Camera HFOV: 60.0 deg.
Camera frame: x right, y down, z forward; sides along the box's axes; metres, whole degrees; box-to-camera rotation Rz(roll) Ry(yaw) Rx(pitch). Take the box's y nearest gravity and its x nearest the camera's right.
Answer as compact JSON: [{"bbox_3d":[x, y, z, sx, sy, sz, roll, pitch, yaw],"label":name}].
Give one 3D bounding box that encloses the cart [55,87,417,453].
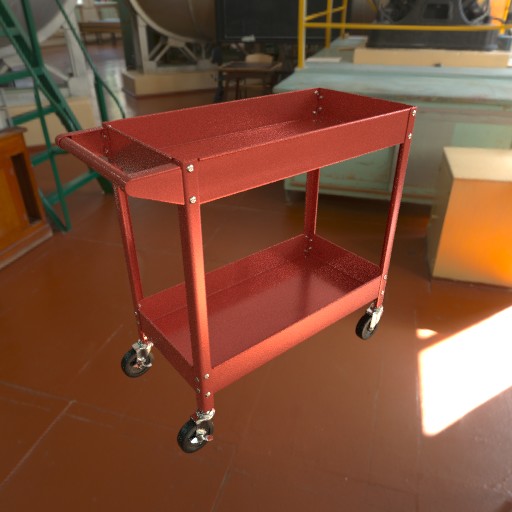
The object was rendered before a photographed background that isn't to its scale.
[{"bbox_3d":[0.000,0.000,1.171,0.779,0.719,0.366,-22,37,-33],"label":"cart"}]
